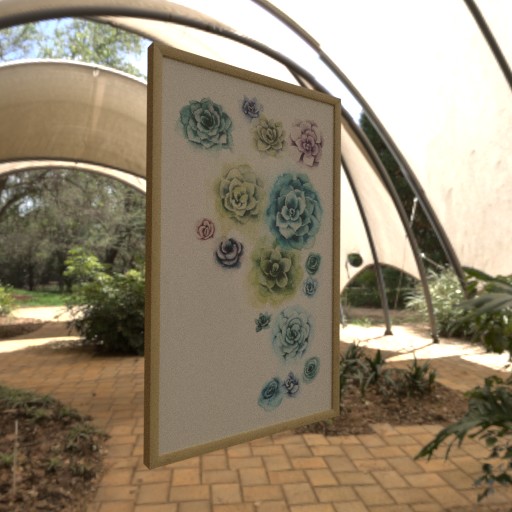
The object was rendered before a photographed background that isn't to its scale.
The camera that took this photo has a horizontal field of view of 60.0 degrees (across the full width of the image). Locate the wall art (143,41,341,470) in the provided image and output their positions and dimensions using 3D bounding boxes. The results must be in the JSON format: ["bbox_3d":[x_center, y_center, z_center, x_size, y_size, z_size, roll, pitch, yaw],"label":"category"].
[{"bbox_3d":[0.000,0.000,0.997,0.510,0.810,0.039,1,-1,-36],"label":"wall art"}]
